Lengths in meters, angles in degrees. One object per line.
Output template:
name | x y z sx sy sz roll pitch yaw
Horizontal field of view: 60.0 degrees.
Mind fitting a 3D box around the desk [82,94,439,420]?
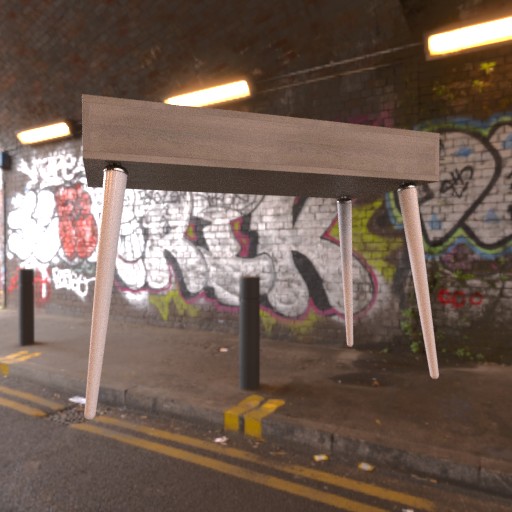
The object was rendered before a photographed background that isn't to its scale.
desk | 0.000 0.000 1.366 0.979 0.723 0.491 0 1 -19
